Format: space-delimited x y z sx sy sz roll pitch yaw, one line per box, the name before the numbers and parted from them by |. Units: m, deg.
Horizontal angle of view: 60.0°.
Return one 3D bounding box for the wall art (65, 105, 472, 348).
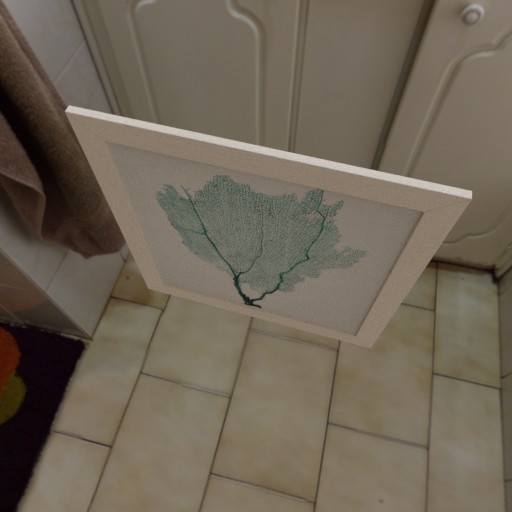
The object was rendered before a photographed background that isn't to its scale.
wall art | 0.000 0.000 0.852 0.572 0.577 0.015 14 61 8
